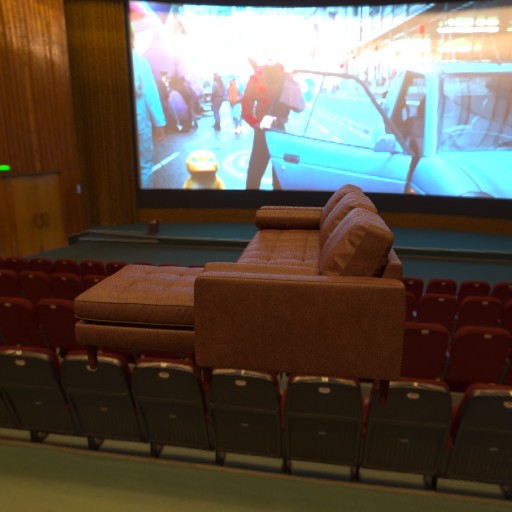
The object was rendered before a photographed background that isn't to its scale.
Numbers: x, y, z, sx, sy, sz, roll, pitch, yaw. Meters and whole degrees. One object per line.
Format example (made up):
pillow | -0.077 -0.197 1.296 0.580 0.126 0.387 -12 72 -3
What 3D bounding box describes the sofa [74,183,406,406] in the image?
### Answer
sofa | 0.000 0.000 3.036 1.613 0.841 2.185 2 15 8
